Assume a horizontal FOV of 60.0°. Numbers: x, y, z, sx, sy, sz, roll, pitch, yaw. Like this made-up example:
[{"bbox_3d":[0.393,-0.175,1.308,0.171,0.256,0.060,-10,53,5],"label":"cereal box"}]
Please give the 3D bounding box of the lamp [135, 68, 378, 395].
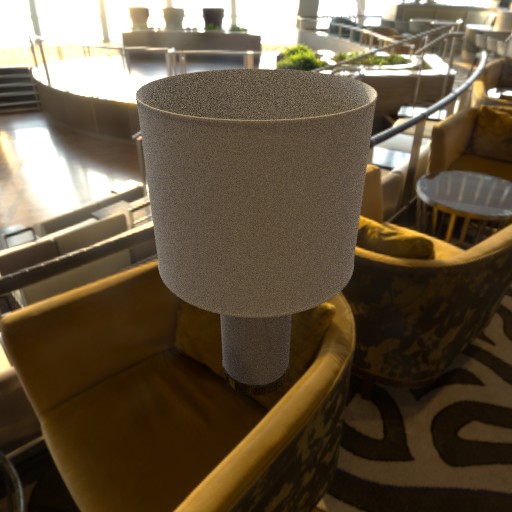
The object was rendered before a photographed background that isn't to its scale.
[{"bbox_3d":[0.000,0.000,0.528,0.229,0.380,0.229,0,32,0],"label":"lamp"}]
